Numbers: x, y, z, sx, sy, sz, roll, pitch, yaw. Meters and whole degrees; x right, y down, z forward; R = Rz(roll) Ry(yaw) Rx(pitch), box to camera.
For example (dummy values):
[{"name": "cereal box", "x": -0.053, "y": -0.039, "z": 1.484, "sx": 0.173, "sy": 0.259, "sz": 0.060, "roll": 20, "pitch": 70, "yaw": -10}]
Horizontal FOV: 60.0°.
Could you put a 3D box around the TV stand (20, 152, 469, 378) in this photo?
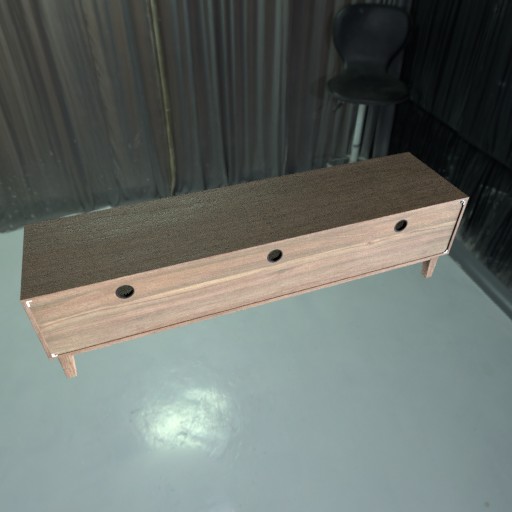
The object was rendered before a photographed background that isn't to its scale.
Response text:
[{"name": "TV stand", "x": 0.000, "y": 0.000, "z": 1.646, "sx": 1.482, "sy": 0.409, "sz": 0.366, "roll": -13, "pitch": 42, "yaw": -15}]
